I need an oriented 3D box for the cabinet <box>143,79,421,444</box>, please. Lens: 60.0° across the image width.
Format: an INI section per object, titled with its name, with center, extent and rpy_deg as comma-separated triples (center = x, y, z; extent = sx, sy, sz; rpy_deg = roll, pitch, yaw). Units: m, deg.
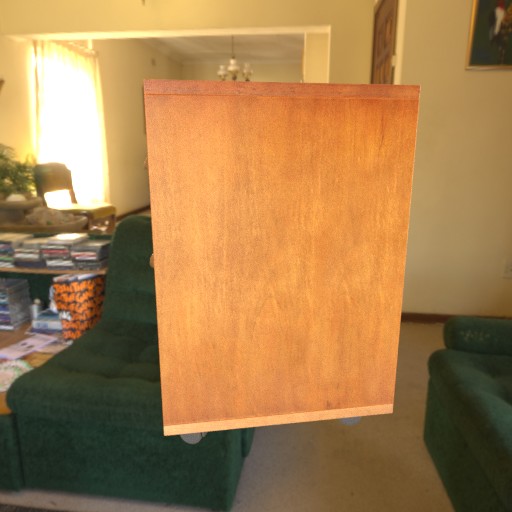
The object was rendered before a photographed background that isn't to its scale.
[cabinet]
center = 0.000, 0.000, 0.855
extent = 0.401, 0.579, 0.409
rpy_deg = -2, 14, -9
